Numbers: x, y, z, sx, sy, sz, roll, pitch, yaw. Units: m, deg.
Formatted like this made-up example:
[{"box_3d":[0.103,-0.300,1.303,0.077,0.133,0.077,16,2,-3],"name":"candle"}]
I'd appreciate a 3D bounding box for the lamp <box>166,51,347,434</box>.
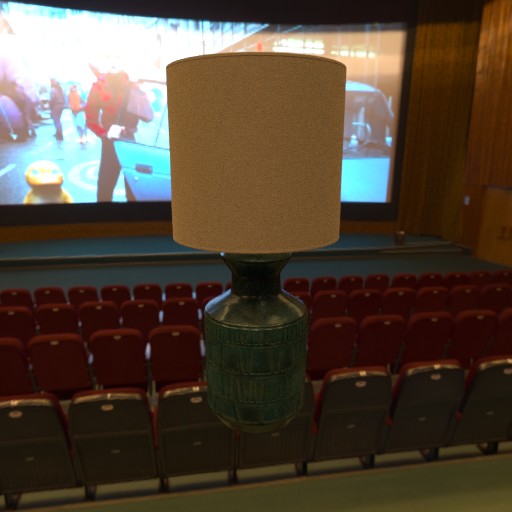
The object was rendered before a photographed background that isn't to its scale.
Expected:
[{"box_3d":[0.000,0.000,0.581,0.211,0.455,0.211,-2,14,-10],"name":"lamp"}]
